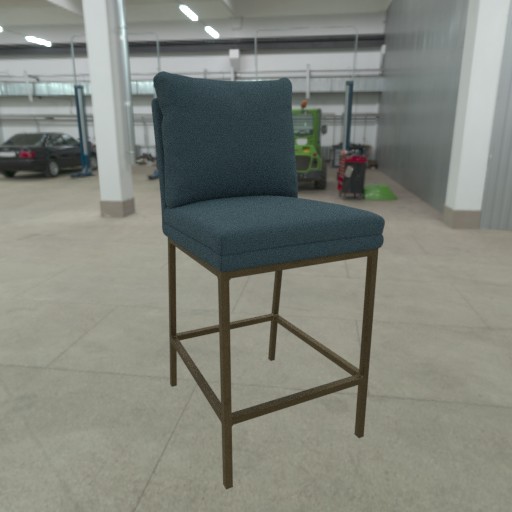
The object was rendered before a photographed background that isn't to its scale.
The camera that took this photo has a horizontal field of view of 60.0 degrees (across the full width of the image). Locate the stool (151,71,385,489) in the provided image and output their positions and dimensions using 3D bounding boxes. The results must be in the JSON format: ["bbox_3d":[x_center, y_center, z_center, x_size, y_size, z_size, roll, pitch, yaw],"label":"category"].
[{"bbox_3d":[0.000,0.000,1.304,0.463,1.032,0.568,-8,18,-26],"label":"stool"}]
